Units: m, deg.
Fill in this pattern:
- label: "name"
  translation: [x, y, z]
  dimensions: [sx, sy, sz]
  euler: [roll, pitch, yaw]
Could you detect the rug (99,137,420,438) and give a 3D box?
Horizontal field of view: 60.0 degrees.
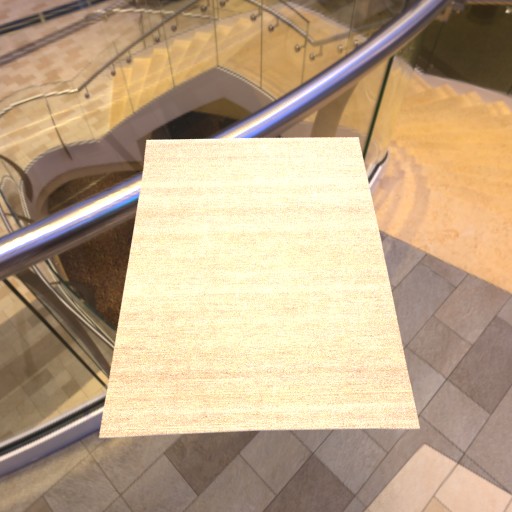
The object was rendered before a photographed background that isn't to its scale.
- label: "rug"
  translation: [0.000, 0.000, 4.259]
  dimensions: [2.467, 0.046, 3.245]
  euler: [-1, 57, -1]
